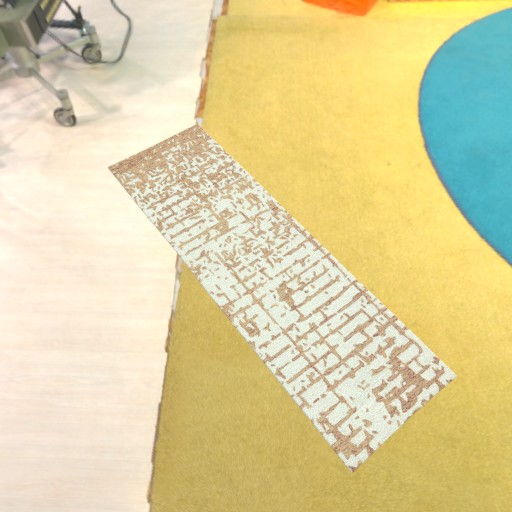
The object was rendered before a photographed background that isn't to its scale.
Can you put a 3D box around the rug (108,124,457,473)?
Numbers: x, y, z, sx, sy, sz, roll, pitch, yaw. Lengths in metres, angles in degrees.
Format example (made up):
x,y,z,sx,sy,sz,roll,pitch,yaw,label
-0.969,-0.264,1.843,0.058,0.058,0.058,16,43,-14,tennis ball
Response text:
x,y,z,sx,sy,sz,roll,pitch,yaw,label
0.000,0.000,2.691,0.750,0.011,2.435,-33,62,-19,rug
